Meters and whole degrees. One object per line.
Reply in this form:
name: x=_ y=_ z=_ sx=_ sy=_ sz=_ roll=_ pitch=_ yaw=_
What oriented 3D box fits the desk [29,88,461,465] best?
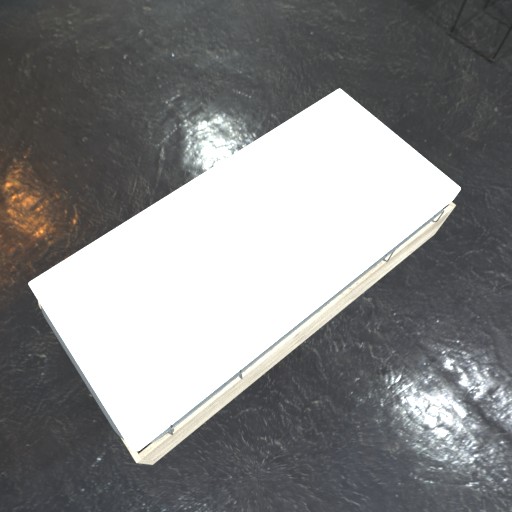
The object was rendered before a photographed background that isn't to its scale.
desk: x=0.000 y=0.000 z=2.208 sx=1.900 sy=0.455 sz=0.900 roll=-36 pitch=69 yaw=-16
